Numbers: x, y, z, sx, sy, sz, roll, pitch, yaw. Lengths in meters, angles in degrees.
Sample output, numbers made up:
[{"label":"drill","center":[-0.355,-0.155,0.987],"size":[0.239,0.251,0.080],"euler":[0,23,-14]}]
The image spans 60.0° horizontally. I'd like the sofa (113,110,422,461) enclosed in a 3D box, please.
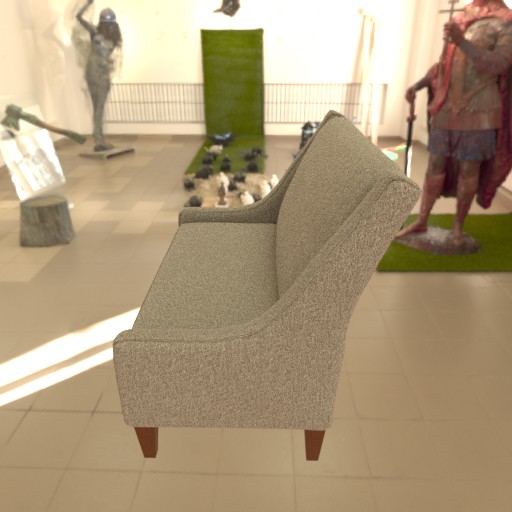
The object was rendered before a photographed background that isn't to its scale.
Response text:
[{"label":"sofa","center":[0.000,0.000,1.859],"size":[0.862,1.026,1.242],"euler":[1,26,1]}]
